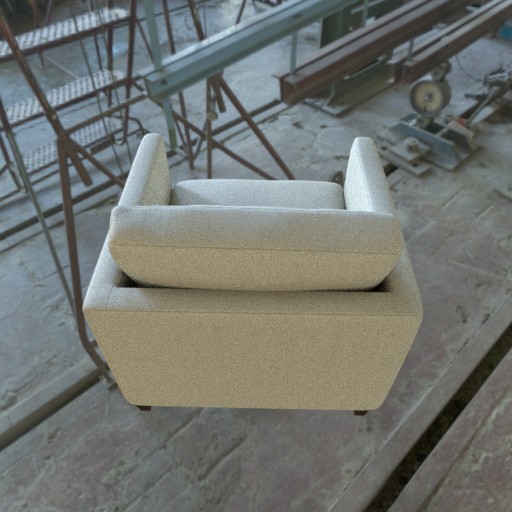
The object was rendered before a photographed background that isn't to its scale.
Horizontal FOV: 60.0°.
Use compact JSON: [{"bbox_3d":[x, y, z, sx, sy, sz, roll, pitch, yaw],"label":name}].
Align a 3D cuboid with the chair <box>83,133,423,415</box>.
[{"bbox_3d":[0.000,0.000,1.743,0.996,0.919,0.959,1,47,1],"label":"chair"}]
